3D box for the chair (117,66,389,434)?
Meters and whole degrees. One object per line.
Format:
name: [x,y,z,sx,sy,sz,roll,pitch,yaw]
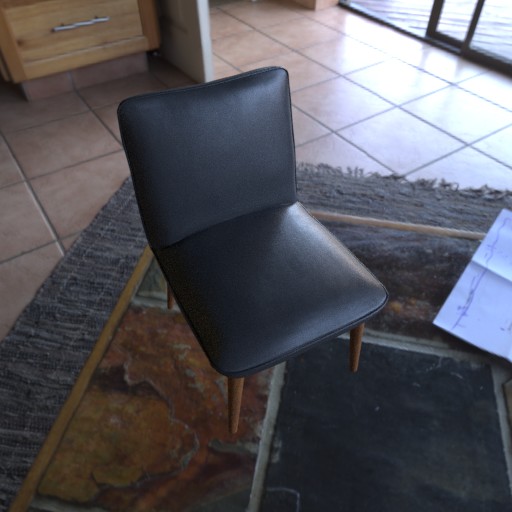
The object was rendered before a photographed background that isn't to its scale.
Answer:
chair: [0.000,0.000,1.263,0.543,0.801,0.645,-24,50,-22]
